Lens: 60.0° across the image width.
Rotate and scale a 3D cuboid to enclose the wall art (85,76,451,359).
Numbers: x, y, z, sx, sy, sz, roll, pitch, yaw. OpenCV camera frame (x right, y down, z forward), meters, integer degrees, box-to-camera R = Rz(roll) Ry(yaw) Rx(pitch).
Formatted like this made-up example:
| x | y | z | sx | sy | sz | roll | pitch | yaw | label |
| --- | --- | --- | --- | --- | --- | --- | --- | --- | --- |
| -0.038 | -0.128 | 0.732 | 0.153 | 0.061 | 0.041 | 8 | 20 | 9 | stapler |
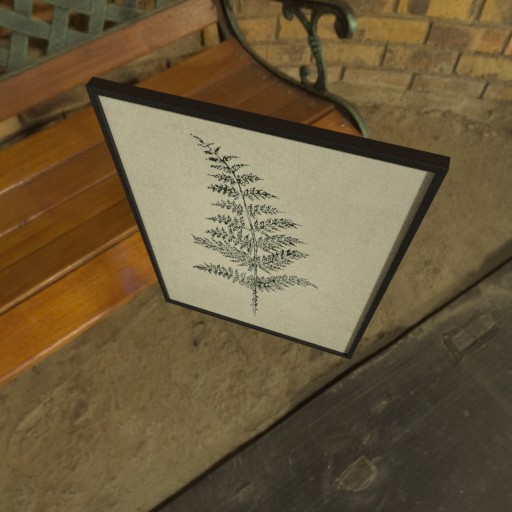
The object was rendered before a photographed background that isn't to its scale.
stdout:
| x | y | z | sx | sy | sz | roll | pitch | yaw | label |
| --- | --- | --- | --- | --- | --- | --- | --- | --- | --- |
| 0.000 | 0.000 | 1.387 | 0.802 | 1.070 | 0.036 | 16 | 59 | 10 | wall art |
